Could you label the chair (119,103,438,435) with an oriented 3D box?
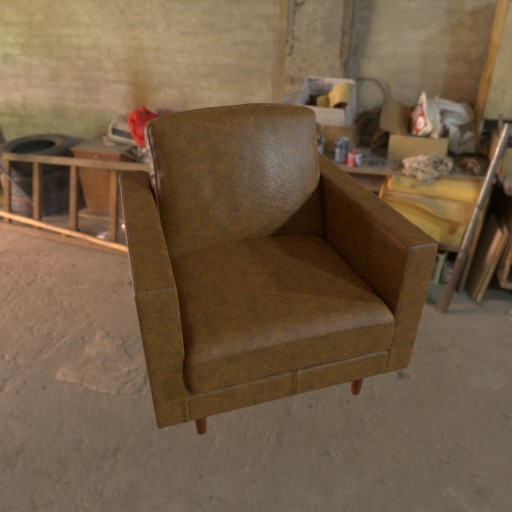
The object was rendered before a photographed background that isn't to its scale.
[{"bbox_3d":[0.000,0.000,1.647,0.890,0.956,0.909,-9,33,-14],"label":"chair"}]
